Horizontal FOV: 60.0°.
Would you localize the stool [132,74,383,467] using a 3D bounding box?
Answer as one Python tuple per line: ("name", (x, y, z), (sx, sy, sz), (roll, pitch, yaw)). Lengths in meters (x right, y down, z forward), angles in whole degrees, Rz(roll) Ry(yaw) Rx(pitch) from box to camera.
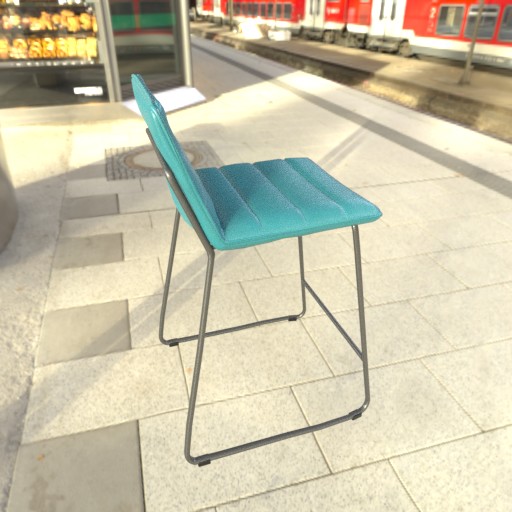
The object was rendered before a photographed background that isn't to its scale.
("stool", (0.000, 0.000, 1.152), (0.524, 0.866, 0.489), (-10, 31, -16))
